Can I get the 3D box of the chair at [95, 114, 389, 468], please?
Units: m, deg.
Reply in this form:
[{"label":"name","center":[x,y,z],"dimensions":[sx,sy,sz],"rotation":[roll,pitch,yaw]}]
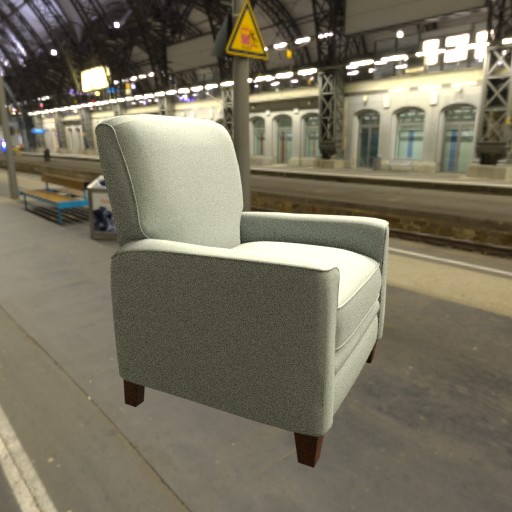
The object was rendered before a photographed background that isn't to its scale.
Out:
[{"label":"chair","center":[0.000,0.000,1.648],"dimensions":[0.846,1.007,0.853],"rotation":[7,16,26]}]
